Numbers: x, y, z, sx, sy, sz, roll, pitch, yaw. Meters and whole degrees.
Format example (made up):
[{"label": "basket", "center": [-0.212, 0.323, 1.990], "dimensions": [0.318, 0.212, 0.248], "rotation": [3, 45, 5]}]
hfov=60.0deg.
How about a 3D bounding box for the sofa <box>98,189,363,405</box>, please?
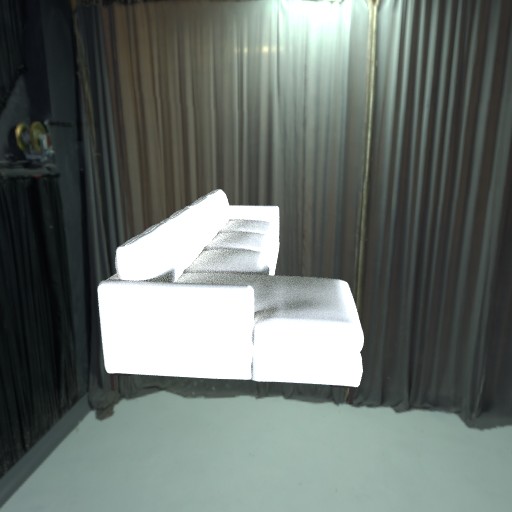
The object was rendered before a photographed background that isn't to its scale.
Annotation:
[{"label": "sofa", "center": [0.000, 0.000, 3.908], "dimensions": [1.467, 0.875, 3.186], "rotation": [1, 15, 5]}]
